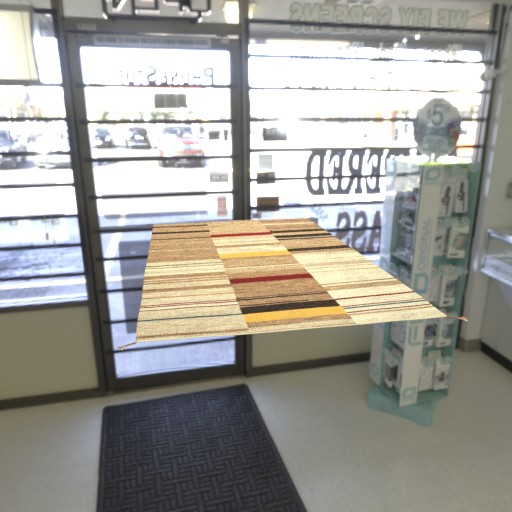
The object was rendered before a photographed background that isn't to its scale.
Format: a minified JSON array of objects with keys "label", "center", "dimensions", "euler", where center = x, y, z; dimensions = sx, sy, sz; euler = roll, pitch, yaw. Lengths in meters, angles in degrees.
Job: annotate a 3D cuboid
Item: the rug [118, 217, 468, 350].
[{"label":"rug","center":[0.000,0.000,2.418],"dimensions":[1.268,0.007,1.918],"euler":[-3,17,-10]}]
